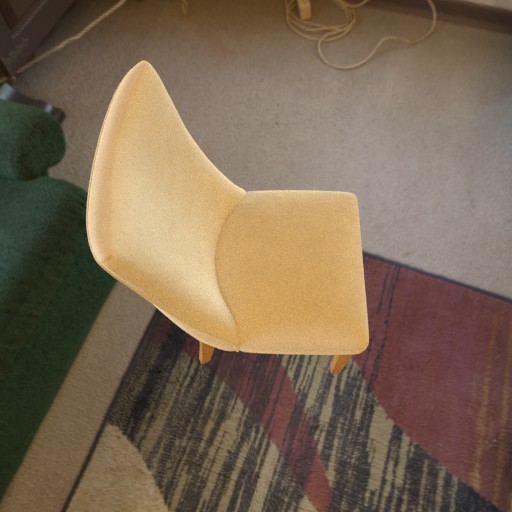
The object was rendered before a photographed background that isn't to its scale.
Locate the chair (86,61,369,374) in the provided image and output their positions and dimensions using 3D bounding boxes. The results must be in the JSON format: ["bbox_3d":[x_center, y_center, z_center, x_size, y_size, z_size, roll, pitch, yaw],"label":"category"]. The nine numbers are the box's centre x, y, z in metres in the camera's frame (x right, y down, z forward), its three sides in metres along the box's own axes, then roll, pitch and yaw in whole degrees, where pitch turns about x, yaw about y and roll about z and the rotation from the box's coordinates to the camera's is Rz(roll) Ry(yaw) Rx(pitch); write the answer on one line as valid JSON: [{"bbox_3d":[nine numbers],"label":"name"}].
[{"bbox_3d":[0.000,0.000,1.221,0.610,0.902,0.495,2,64,1],"label":"chair"}]
